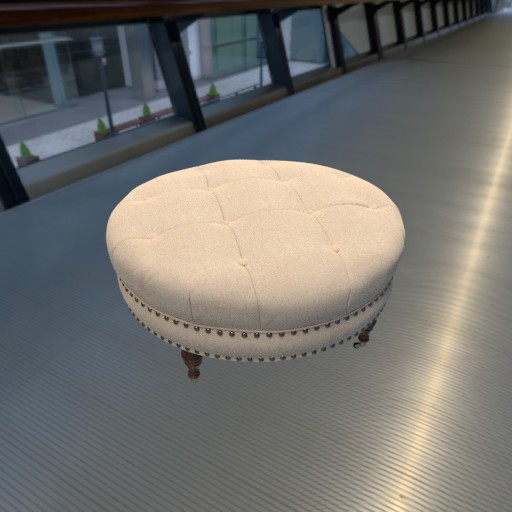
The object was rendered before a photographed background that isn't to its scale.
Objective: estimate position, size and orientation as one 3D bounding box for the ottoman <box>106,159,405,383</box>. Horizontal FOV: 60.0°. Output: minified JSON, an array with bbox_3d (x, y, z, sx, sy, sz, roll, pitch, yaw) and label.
[{"bbox_3d":[0.000,0.000,1.522,0.940,0.483,0.940,0,32,0],"label":"ottoman"}]
